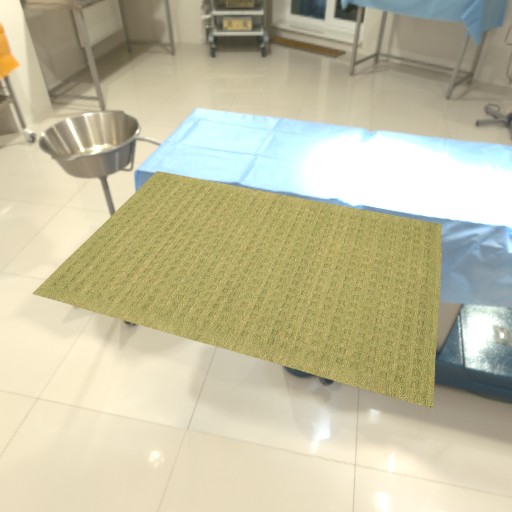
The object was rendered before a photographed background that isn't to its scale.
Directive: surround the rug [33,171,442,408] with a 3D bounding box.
[{"bbox_3d":[0.000,0.000,2.903,2.297,0.007,1.529,13,42,14],"label":"rug"}]
